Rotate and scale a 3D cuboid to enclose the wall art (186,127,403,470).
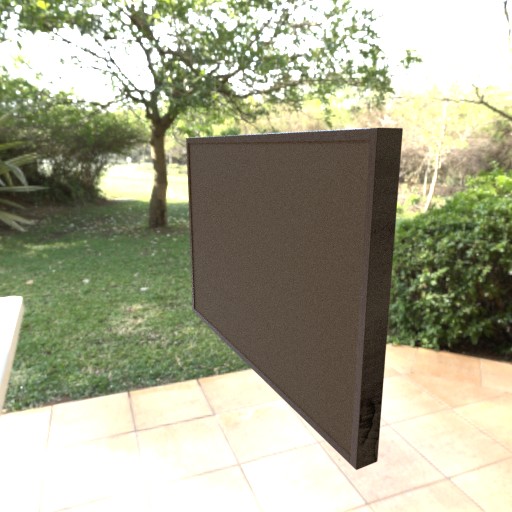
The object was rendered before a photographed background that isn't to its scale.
[{"bbox_3d":[0.000,0.000,0.771,0.035,0.407,0.613,-7,15,-26],"label":"wall art"}]
